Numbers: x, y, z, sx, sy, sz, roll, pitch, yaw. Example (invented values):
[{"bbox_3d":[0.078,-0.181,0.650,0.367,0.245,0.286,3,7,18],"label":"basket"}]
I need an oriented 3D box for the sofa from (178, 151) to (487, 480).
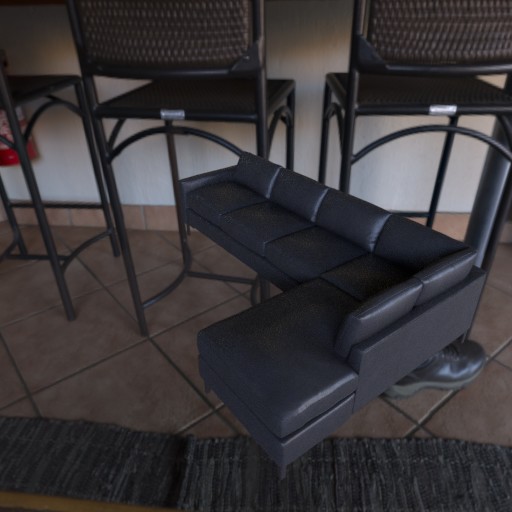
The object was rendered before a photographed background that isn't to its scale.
[{"bbox_3d":[0.000,0.000,3.746,1.938,0.877,2.984,-21,37,-31],"label":"sofa"}]
